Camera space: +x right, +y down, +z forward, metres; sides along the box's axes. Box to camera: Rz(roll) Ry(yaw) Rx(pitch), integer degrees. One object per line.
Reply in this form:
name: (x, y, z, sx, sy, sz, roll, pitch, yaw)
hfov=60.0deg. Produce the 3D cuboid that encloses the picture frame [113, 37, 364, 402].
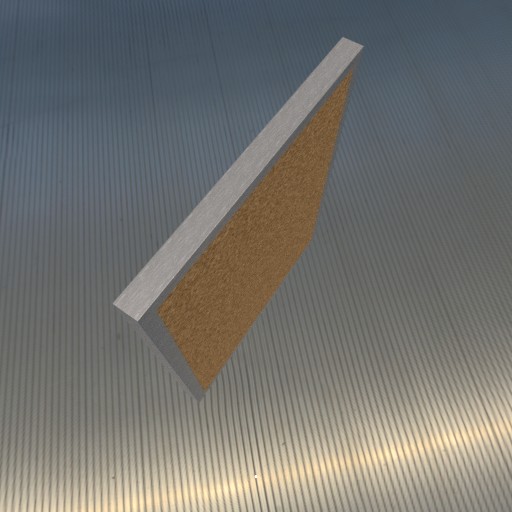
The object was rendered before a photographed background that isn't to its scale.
picture frame: (0.000, 0.000, 0.533, 0.027, 0.378, 0.327, 31, 68, 14)
